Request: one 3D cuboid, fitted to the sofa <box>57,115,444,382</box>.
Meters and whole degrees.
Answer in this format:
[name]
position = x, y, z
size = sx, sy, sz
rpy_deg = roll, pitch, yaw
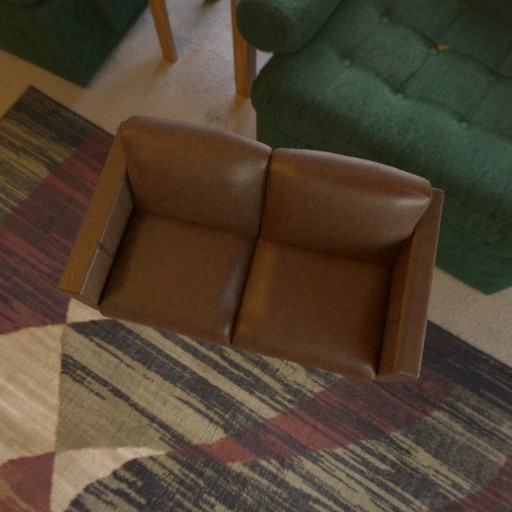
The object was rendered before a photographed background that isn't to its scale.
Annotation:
[sofa]
position = 0.000, 0.000, 2.174
size = 1.578, 0.951, 0.909
rpy_deg = 13, 73, 4
